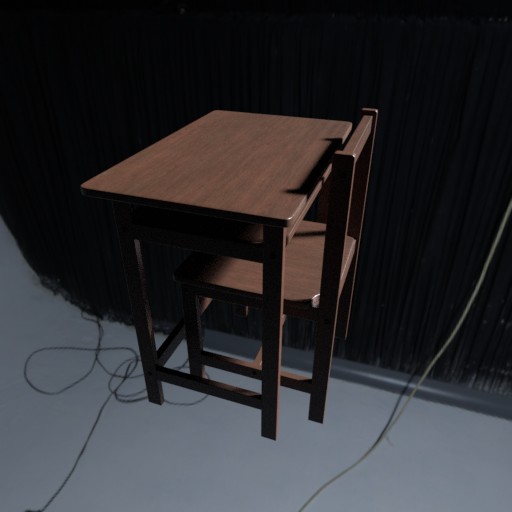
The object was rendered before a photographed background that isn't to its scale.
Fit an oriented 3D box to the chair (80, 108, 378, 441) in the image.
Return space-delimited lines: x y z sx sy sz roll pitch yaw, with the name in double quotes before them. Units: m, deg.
"chair" 0.000 0.000 1.101 0.463 0.673 0.599 10 33 17
